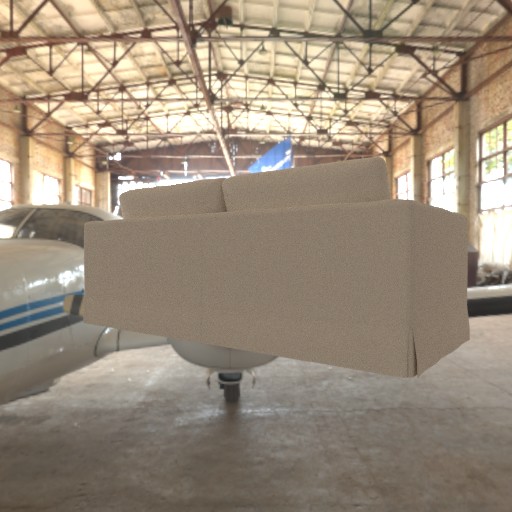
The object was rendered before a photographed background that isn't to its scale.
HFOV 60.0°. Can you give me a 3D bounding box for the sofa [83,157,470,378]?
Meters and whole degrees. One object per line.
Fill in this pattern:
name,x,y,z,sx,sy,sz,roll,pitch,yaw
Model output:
sofa,0.000,0.000,2.635,2.163,0.881,0.954,0,1,37
